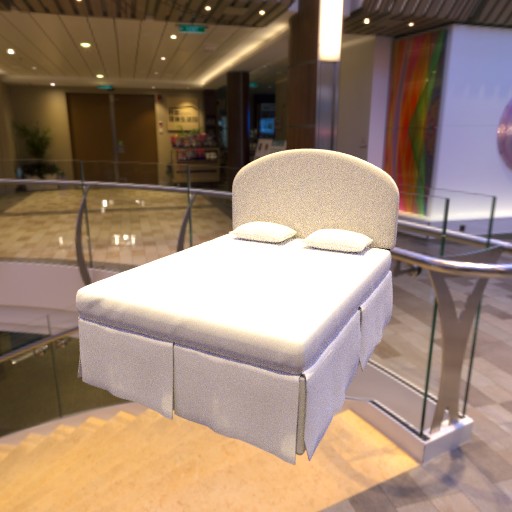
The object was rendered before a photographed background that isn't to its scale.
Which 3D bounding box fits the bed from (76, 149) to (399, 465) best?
[{"bbox_3d":[0.000,0.000,3.112,1.607,1.410,2.005,8,17,27],"label":"bed"}]
